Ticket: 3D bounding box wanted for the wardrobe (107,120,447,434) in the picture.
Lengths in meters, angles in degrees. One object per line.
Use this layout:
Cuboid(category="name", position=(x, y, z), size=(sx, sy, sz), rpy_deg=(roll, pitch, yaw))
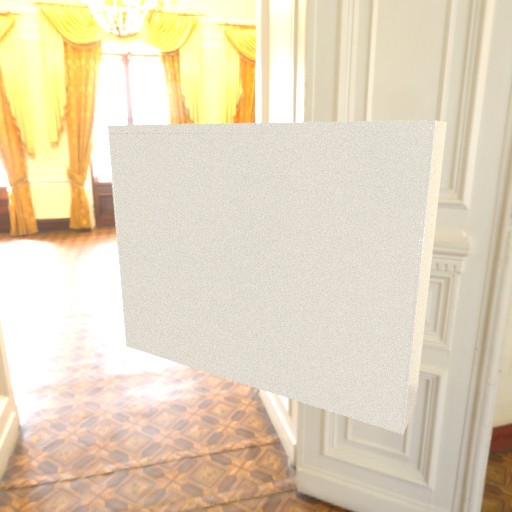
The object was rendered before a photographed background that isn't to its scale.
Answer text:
Cuboid(category="wardrobe", position=(0.000, 0.000, 4.127), size=(3.000, 2.360, 0.580), rpy_deg=(9, 18, 29))
